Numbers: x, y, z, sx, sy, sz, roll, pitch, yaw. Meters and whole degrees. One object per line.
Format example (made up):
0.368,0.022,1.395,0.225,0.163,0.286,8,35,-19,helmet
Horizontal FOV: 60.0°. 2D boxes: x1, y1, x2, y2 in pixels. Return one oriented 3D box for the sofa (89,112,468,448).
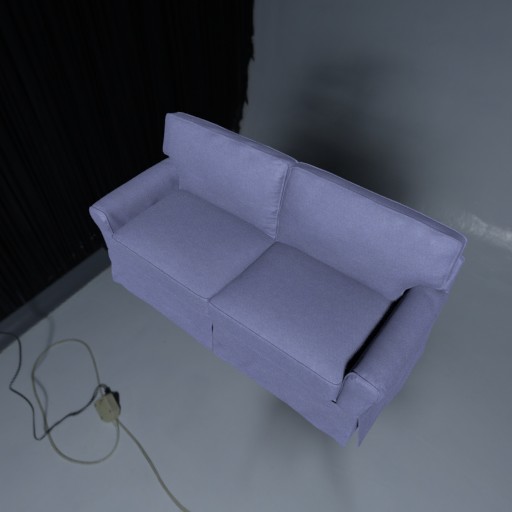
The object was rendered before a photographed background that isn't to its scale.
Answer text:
0.000,0.000,2.876,2.256,1.094,0.983,30,53,25,sofa
